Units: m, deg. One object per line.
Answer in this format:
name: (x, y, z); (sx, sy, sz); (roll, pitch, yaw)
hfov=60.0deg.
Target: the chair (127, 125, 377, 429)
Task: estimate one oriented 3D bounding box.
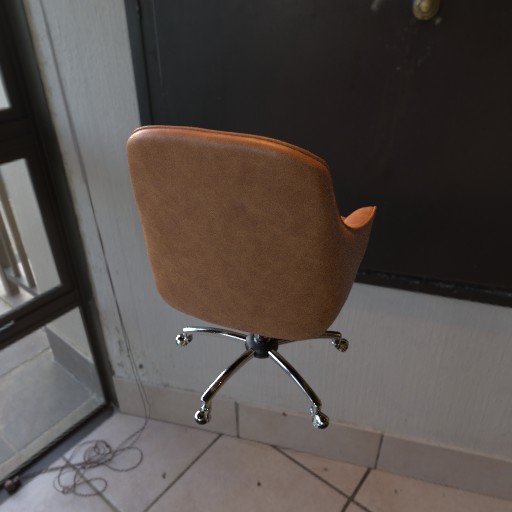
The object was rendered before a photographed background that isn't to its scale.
chair: (0.000, 0.000, 1.317); (0.628, 0.909, 0.615); (11, 34, 17)
